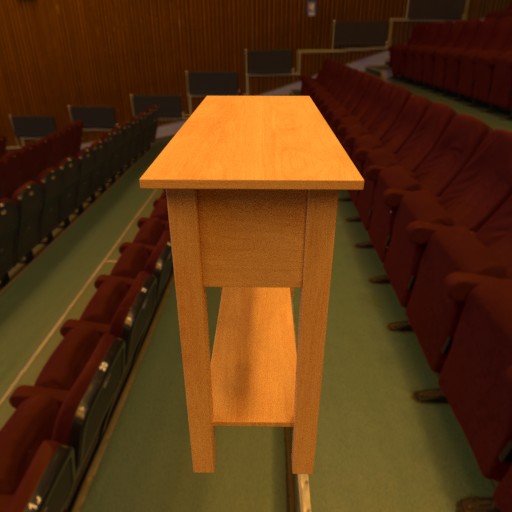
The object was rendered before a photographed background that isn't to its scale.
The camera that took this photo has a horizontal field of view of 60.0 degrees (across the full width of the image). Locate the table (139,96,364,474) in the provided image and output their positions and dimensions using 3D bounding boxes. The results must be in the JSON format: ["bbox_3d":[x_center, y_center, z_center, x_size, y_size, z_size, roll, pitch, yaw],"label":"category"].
[{"bbox_3d":[0.000,0.000,1.233,0.340,0.728,0.900,0,27,1],"label":"table"}]
